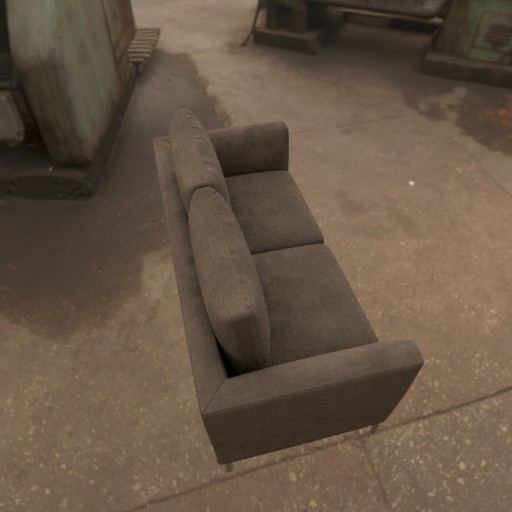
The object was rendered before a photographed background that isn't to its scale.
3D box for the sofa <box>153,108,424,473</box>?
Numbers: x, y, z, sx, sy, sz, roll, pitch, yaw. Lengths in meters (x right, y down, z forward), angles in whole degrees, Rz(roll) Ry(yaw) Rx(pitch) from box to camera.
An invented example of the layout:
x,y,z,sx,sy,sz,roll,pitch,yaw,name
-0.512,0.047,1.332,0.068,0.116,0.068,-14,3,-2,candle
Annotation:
x,y,z,sx,sy,sz,roll,pitch,yaw,name
0.000,0.000,2.347,0.855,1.013,1.832,-10,47,-10,sofa
